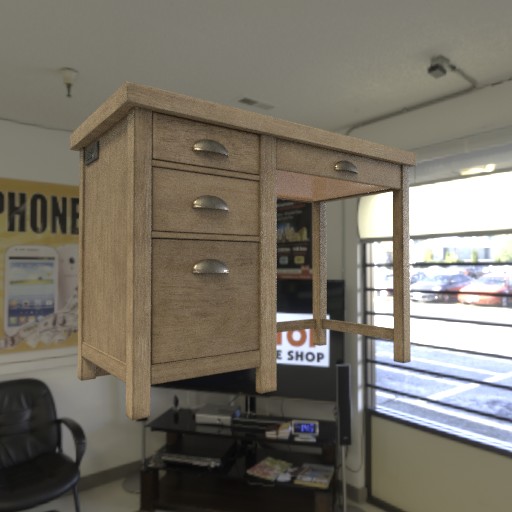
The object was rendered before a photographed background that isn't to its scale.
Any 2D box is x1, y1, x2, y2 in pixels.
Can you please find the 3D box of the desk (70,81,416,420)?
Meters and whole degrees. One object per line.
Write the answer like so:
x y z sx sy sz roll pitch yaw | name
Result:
0.000 0.000 1.793 1.289 0.912 0.610 1 -2 -36 | desk
